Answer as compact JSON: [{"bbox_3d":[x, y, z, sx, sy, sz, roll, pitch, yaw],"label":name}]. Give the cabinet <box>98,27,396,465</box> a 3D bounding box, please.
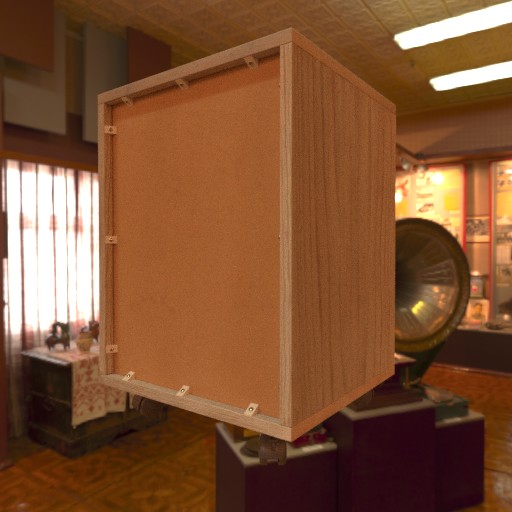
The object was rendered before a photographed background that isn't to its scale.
[{"bbox_3d":[0.000,0.000,0.838,0.409,0.579,0.401,1,1,37],"label":"cabinet"}]
